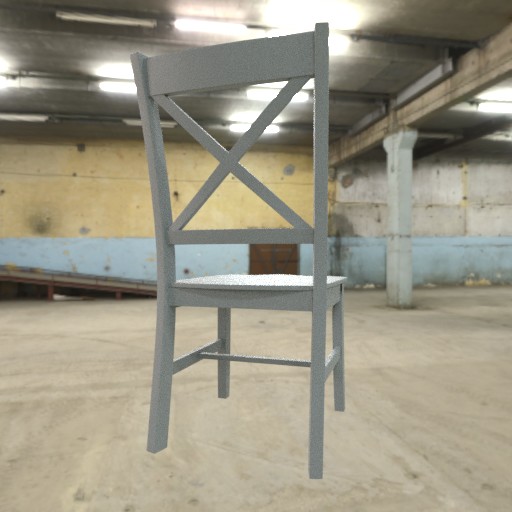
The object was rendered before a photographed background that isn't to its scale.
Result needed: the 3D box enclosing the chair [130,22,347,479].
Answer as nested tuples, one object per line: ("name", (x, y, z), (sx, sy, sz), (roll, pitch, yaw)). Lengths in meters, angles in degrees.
("chair", (0.000, 0.000, 1.240), (0.485, 0.983, 0.542), (0, 0, 18))
